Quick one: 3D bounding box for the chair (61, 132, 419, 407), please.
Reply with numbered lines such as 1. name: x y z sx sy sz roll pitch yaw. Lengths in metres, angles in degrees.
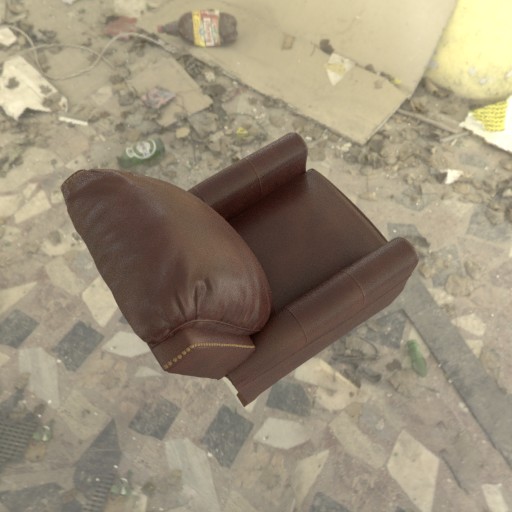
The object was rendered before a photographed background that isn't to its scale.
1. chair: 0.000 0.000 1.779 1.089 1.022 0.826 -29 63 -17
